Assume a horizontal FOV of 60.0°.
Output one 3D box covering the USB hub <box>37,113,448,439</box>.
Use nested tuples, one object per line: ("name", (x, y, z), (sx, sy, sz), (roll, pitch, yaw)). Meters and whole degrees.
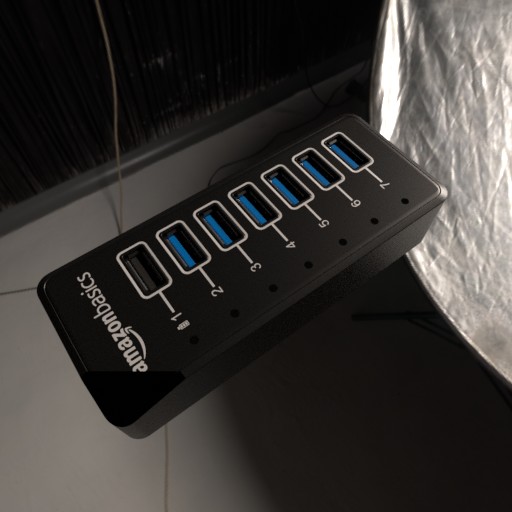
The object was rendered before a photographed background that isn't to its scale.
("USB hub", (0.000, 0.000, 0.129), (0.110, 0.023, 0.044), (-32, 64, -18))
